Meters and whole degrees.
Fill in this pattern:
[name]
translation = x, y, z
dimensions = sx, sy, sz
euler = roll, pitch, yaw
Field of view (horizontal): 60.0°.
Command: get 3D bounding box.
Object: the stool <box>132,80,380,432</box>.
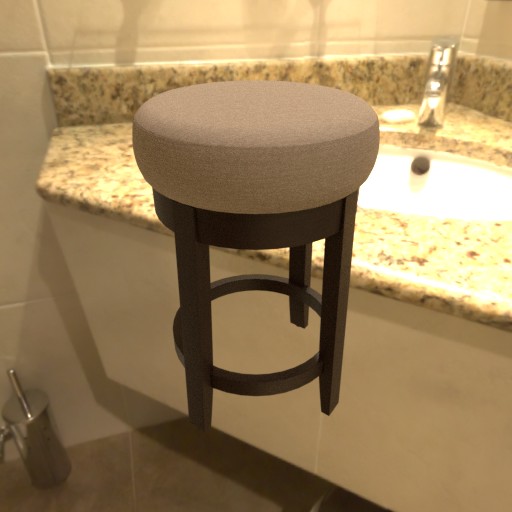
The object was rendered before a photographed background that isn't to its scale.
[stool]
translation = 0.000, 0.000, 0.953
dimensions = 0.443, 0.672, 0.443
euler = 0, 31, 0
